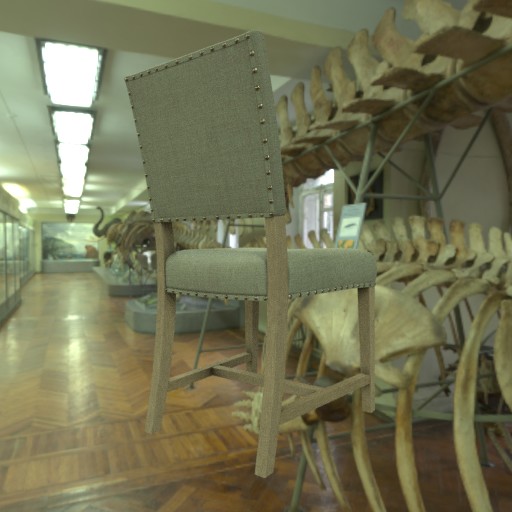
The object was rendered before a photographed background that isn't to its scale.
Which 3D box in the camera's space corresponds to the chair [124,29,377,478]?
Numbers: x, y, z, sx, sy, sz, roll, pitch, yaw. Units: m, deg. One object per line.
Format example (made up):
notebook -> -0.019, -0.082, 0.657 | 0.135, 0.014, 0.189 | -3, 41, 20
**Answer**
chair -> 0.000, 0.000, 1.306 | 0.508, 0.986, 0.622 | 1, 2, 37
